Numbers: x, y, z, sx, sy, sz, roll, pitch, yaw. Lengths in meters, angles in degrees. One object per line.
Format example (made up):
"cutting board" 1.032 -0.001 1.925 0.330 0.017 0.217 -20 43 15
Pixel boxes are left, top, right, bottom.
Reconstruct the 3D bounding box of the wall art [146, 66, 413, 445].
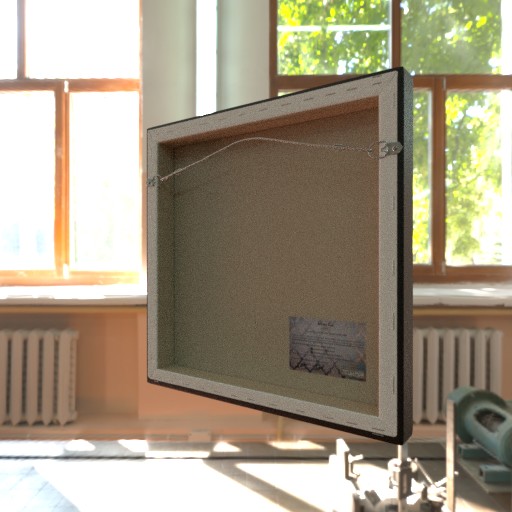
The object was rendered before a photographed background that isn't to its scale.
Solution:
"wall art" 0.000 0.000 0.601 0.406 0.407 0.041 0 0 35
